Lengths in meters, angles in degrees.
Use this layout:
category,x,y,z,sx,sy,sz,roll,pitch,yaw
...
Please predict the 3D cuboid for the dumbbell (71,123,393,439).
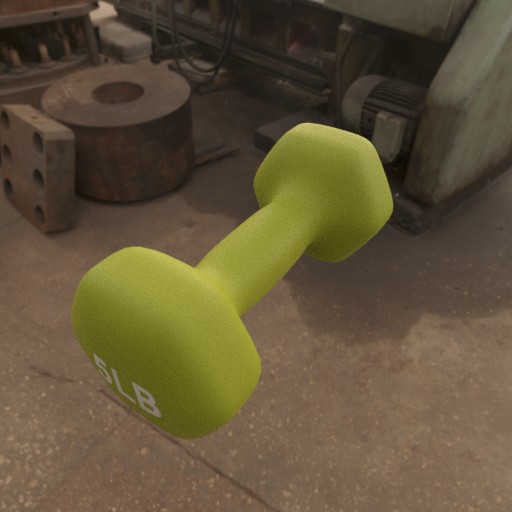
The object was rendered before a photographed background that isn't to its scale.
category,x,y,z,sx,sy,sz,roll,pitch,yaw
dumbbell,0.000,0.000,0.206,0.080,0.072,0.164,25,47,26
